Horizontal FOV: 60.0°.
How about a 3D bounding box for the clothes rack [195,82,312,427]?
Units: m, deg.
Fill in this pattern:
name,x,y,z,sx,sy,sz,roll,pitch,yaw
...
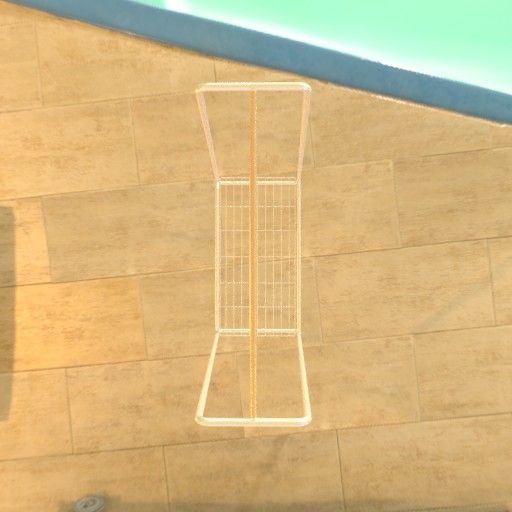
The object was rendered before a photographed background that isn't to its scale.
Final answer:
name,x,y,z,sx,sy,sz,roll,pitch,yaw
clothes rack,0.000,0.000,1.901,0.495,1.500,0.900,0,90,1
